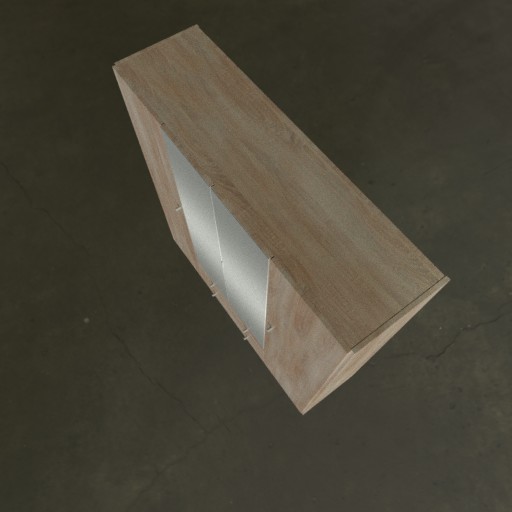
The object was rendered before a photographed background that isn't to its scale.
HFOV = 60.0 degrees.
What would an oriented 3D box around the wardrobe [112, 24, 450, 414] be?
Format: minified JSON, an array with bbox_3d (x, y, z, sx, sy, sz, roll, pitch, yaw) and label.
[{"bbox_3d":[0.000,0.000,3.136,0.598,2.159,1.998,-33,69,-15],"label":"wardrobe"}]
